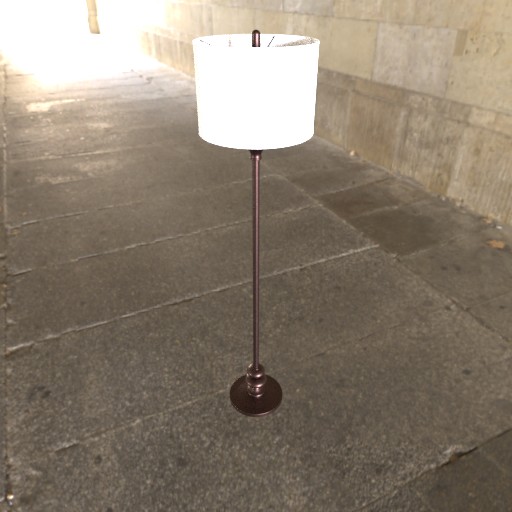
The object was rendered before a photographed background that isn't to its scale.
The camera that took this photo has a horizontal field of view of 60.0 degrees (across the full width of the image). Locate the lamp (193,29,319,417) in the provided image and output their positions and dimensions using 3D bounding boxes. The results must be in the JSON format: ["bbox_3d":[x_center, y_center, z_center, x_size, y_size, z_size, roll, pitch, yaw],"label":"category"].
[{"bbox_3d":[0.000,0.000,1.630,0.356,1.487,0.356,10,33,16],"label":"lamp"}]
